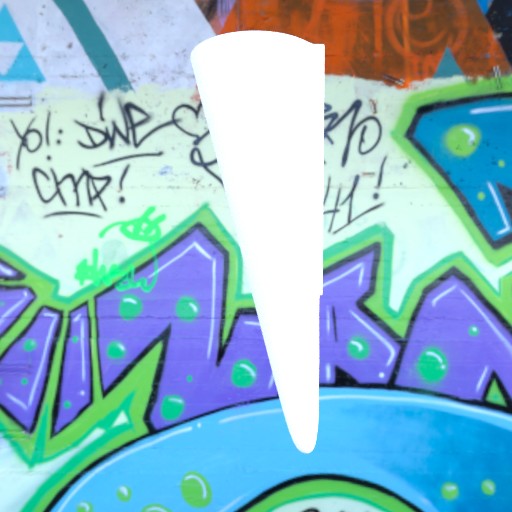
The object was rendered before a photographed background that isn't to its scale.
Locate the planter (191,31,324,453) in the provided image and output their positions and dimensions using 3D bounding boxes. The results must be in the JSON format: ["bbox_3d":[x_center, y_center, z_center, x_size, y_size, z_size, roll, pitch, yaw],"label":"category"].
[{"bbox_3d":[0.000,0.000,0.218,0.064,0.193,0.057,0,0,0],"label":"planter"}]
